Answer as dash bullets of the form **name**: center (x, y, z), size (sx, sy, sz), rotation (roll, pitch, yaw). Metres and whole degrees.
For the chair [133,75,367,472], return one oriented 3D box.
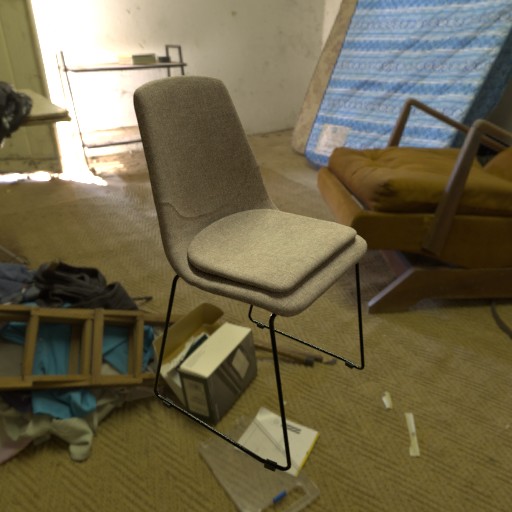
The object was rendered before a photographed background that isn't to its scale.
- **chair**: center (0.000, 0.000, 1.169), size (0.518, 0.858, 0.479), rotation (18, 32, 31)
